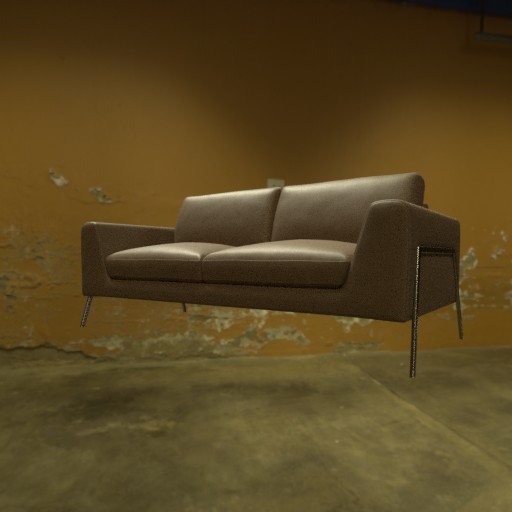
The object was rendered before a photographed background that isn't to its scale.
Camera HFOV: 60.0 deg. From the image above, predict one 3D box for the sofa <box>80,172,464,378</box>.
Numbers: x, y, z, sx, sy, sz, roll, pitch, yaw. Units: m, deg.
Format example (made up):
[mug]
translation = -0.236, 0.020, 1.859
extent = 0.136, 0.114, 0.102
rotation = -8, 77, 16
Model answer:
[sofa]
translation = 0.000, 0.000, 2.533
extent = 2.017, 0.875, 0.953
rotation = 0, 0, 35
